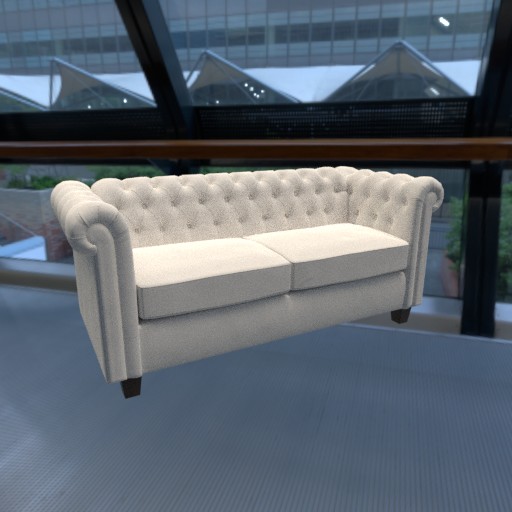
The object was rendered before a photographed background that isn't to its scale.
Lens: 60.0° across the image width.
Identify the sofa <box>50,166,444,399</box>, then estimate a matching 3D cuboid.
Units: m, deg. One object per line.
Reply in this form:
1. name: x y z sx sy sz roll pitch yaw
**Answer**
1. sofa: 0.000 0.000 2.261 1.798 0.796 0.771 -9 18 -27
